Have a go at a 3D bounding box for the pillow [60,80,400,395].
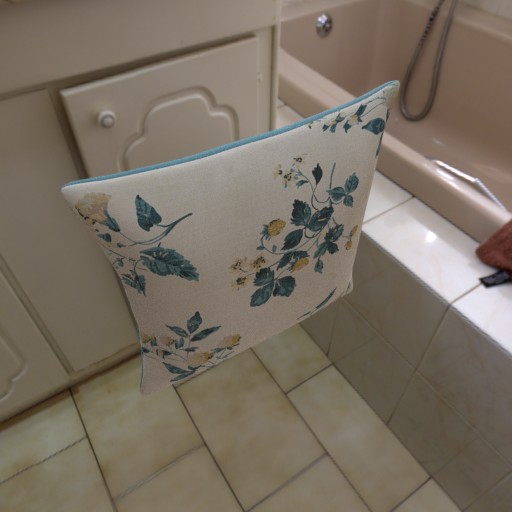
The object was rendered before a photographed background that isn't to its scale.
[{"bbox_3d":[0.000,0.000,0.781,0.526,0.507,0.166,-23,51,-20],"label":"pillow"}]
